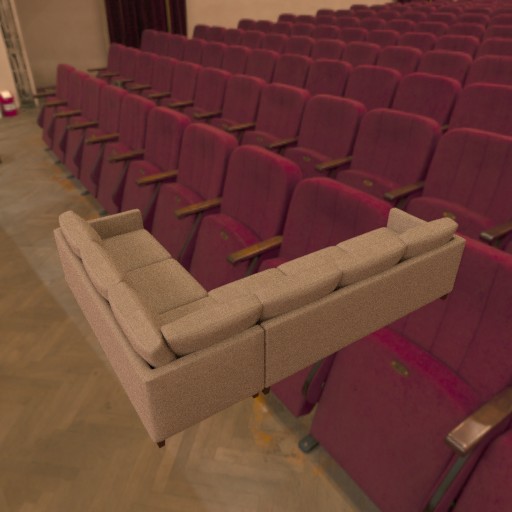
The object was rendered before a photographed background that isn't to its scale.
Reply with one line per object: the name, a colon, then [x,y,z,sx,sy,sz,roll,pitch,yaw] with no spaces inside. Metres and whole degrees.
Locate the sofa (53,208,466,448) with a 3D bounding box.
sofa: [0.000,0.000,4.514,3.333,0.934,2.522,-19,36,-28]
